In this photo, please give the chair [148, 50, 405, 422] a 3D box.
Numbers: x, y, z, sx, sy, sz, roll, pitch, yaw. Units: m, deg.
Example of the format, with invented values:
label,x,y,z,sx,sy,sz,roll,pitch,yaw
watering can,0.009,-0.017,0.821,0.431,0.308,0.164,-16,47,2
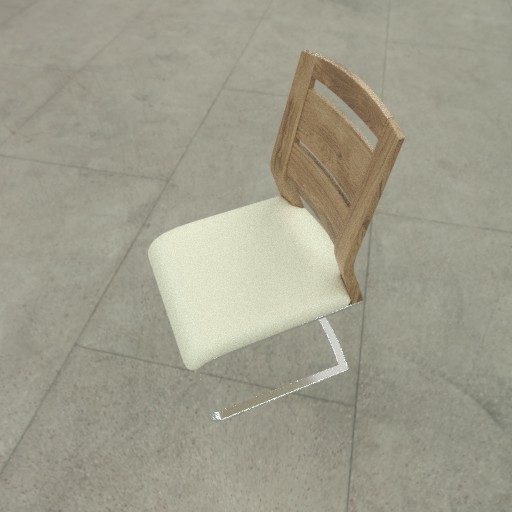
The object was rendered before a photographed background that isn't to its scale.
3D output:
label,x,y,z,sx,sy,sz,roll,pitch,yaw
chair,0.000,0.000,1.258,0.561,0.955,0.457,-17,50,-15
